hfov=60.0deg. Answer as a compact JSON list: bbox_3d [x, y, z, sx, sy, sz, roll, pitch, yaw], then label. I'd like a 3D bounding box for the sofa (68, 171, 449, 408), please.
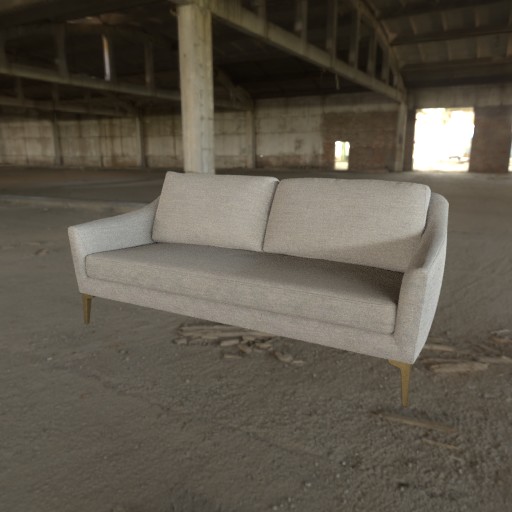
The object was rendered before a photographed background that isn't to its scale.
[{"bbox_3d":[0.000,0.000,2.600,2.036,0.913,0.980,7,15,27],"label":"sofa"}]
